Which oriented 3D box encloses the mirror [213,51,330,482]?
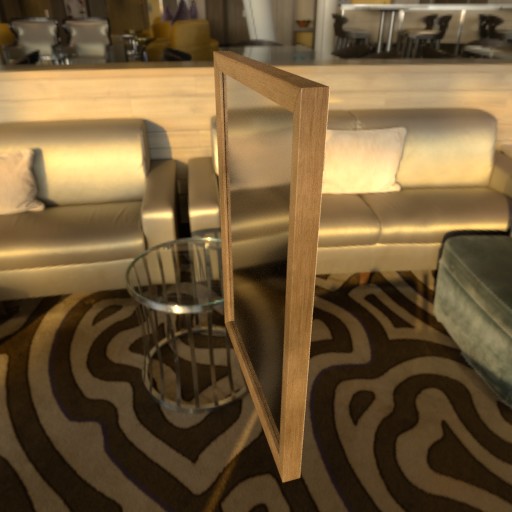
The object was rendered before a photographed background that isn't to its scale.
[{"bbox_3d":[0.000,0.000,0.888,0.040,0.710,0.507,-8,30,-14],"label":"mirror"}]
